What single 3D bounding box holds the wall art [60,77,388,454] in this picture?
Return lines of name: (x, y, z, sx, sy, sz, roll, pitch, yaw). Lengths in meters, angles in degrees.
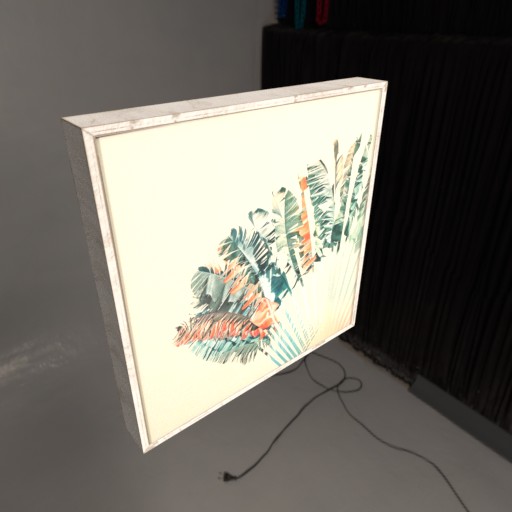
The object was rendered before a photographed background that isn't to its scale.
wall art: (0.000, 0.000, 0.440, 0.305, 0.303, 0.038, -22, 36, -33)
